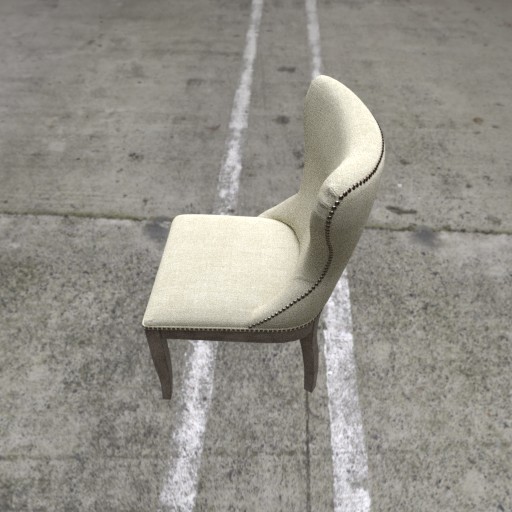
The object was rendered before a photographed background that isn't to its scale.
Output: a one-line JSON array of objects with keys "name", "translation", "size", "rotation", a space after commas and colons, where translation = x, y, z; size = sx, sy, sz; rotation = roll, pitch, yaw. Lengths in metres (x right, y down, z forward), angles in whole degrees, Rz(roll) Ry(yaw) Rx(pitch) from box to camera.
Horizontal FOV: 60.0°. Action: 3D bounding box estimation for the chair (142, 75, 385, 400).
[{"name": "chair", "translation": [0.000, 0.000, 1.501], "size": [0.681, 1.002, 0.654], "rotation": [2, 43, 2]}]
